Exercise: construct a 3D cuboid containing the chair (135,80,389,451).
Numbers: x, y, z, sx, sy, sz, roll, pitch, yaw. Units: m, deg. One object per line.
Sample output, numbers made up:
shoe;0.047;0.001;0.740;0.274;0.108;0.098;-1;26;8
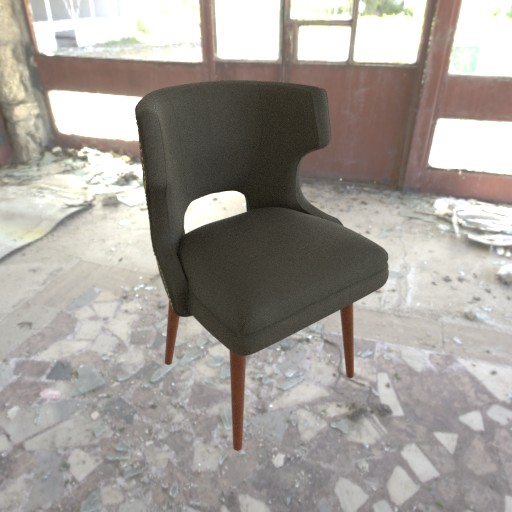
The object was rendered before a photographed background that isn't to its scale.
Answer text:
chair;0.000;0.000;1.255;0.595;0.863;0.581;-21;36;-31
